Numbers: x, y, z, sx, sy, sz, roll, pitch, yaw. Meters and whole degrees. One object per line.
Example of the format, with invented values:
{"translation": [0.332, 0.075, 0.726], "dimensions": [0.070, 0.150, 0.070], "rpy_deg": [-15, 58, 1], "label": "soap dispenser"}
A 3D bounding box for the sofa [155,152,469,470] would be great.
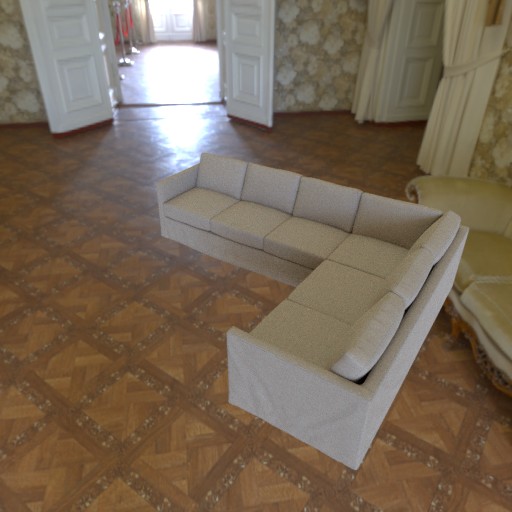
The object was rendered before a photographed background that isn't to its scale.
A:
{"translation": [0.000, 0.000, 4.161], "dimensions": [3.182, 0.871, 2.432], "rpy_deg": [20, 38, 29], "label": "sofa"}
